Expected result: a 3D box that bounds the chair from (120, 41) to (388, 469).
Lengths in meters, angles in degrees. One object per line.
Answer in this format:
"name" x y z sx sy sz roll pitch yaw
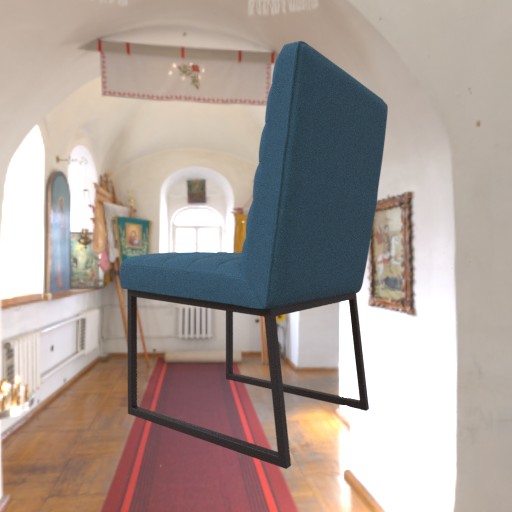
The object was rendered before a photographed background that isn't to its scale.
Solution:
"chair" 0.000 0.000 1.307 0.634 0.930 0.520 0 1 37
